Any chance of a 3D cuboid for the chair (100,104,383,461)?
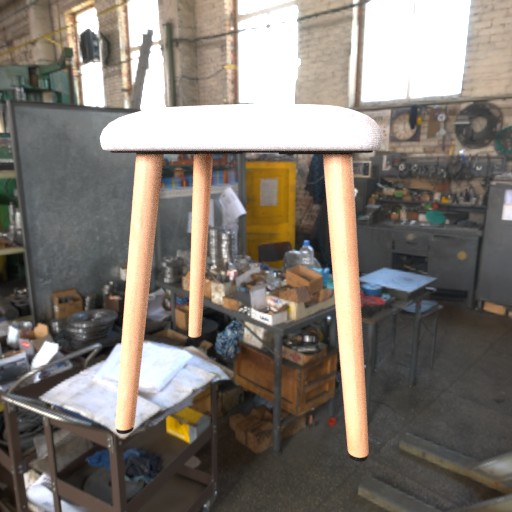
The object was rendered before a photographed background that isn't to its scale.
[{"bbox_3d":[0.000,0.000,0.697,0.350,0.440,0.350,2,13,10],"label":"chair"}]
